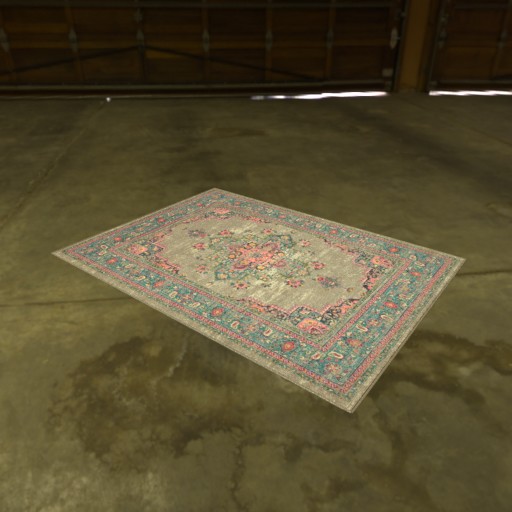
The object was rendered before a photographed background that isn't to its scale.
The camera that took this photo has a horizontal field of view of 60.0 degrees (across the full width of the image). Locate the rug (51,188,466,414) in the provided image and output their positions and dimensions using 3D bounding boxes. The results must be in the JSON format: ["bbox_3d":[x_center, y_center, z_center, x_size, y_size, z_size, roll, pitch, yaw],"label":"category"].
[{"bbox_3d":[0.000,0.000,2.910,2.214,0.013,1.609,20,34,33],"label":"rug"}]
